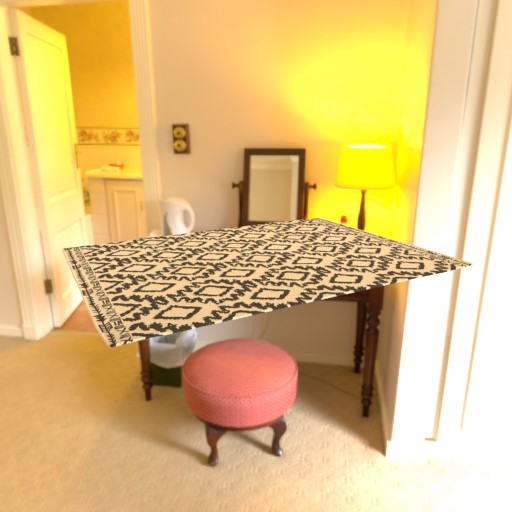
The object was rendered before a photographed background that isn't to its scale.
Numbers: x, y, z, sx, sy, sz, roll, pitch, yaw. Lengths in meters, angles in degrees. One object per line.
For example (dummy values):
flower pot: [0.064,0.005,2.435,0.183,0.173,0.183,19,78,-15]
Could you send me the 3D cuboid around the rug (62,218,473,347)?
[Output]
rug: [0.000,0.000,4.407,3.369,0.036,2.444,-9,19,-27]
